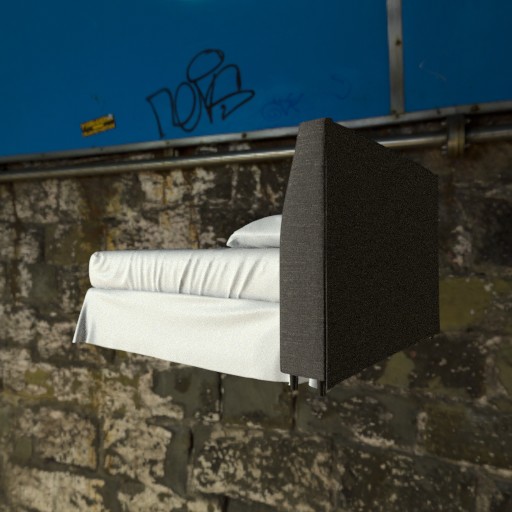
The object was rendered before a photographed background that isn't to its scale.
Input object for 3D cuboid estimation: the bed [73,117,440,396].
[{"bbox_3d":[0.000,0.000,3.477,2.276,1.332,1.925,0,0,37],"label":"bed"}]
